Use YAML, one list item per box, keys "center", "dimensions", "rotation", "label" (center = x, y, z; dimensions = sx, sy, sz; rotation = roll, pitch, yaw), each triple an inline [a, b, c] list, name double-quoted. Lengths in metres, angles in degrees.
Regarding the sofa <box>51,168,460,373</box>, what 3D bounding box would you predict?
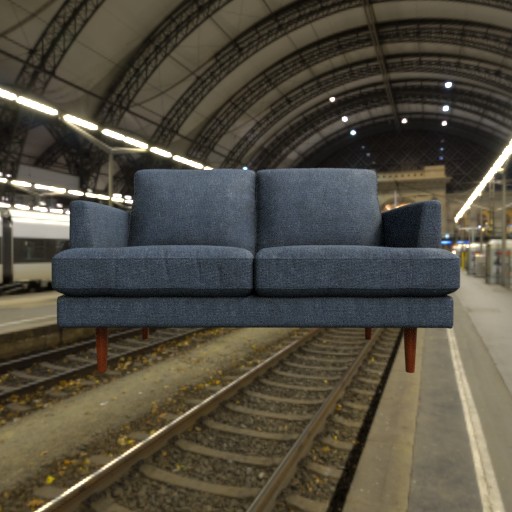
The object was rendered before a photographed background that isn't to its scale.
- center: [0.000, 0.000, 2.121]
  dimensions: [1.582, 0.944, 0.903]
  rotation: [0, 0, 0]
  label: "sofa"
